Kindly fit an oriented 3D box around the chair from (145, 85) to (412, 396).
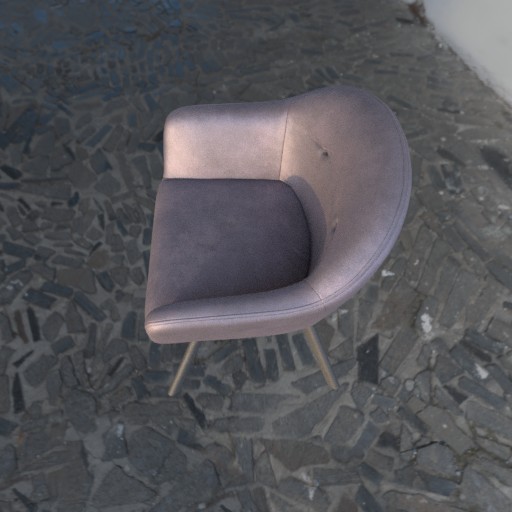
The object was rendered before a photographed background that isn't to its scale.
[{"bbox_3d":[0.000,0.000,1.115,0.544,0.781,0.567,-2,59,-1],"label":"chair"}]
